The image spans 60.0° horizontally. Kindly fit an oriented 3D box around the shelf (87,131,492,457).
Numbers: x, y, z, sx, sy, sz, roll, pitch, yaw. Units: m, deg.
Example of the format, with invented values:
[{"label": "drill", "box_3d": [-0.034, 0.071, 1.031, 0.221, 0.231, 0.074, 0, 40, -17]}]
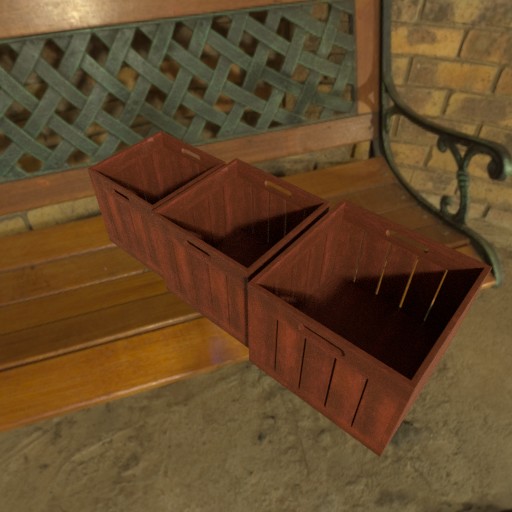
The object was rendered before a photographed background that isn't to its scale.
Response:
[{"label": "shelf", "box_3d": [0.000, 0.000, 1.247, 1.064, 0.311, 0.393, 31, 52, 27]}]
